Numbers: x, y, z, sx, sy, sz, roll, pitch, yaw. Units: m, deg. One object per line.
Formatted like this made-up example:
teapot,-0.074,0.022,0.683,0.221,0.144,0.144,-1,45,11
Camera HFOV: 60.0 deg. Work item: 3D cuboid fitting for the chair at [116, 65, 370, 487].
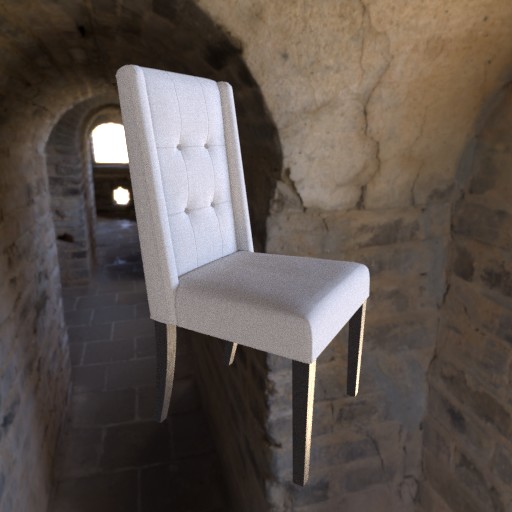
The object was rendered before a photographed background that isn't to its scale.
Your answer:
chair,0.000,0.000,1.217,0.523,0.961,0.474,8,17,27
